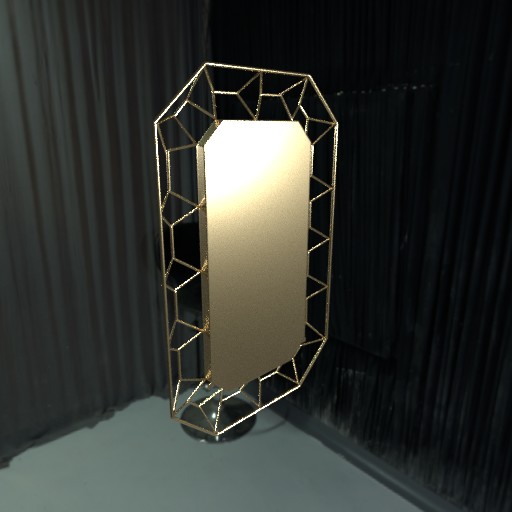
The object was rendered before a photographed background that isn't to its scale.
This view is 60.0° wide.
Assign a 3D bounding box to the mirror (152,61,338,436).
[{"bbox_3d":[0.000,0.000,1.112,0.572,0.870,0.051,-15,22,-42],"label":"mirror"}]
